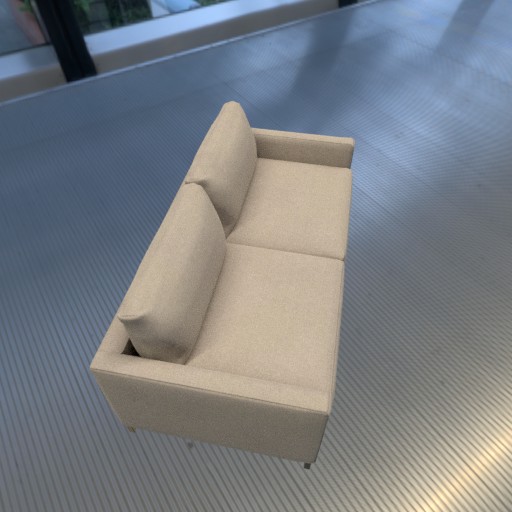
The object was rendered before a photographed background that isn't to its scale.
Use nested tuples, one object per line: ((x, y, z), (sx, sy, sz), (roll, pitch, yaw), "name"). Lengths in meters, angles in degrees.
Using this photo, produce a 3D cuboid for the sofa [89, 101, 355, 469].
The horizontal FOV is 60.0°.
((0.000, 0.000, 2.184), (0.875, 0.840, 1.682), (8, 48, 8), "sofa")
